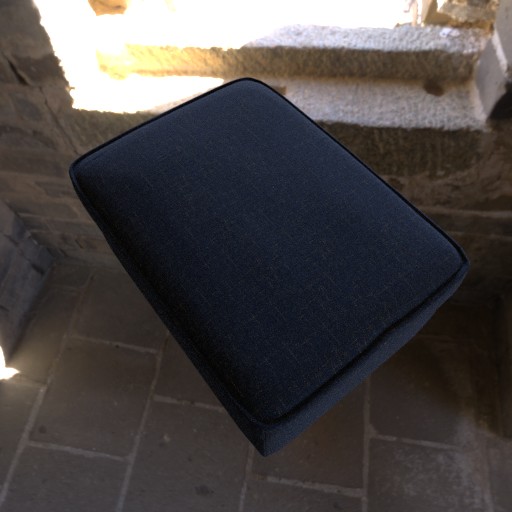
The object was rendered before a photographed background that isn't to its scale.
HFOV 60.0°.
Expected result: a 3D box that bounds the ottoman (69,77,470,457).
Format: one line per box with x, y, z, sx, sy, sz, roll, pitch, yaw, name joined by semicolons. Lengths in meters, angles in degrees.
0.000;0.000;1.080;0.549;0.450;0.749;-34;65;-19;ottoman
